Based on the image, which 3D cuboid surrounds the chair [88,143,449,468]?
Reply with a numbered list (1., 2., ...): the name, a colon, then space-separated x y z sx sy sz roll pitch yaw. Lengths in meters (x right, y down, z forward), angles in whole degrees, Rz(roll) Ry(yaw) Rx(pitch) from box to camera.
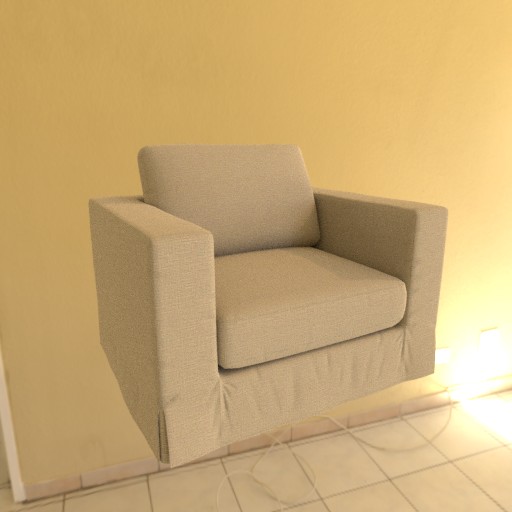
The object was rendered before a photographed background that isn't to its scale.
1. chair: 0.000 0.000 1.790 1.150 0.878 0.957 -8 17 -28
